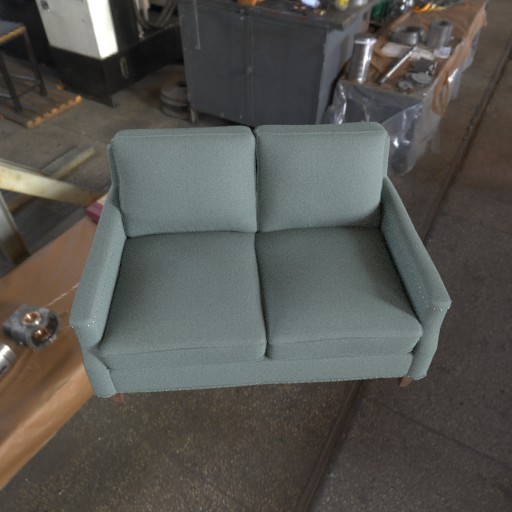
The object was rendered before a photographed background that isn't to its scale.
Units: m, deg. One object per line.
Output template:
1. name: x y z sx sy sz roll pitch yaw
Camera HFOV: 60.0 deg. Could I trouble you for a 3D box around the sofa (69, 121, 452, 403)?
1. sofa: 0.000 0.000 2.232 1.597 1.003 1.084 -3 45 -3
